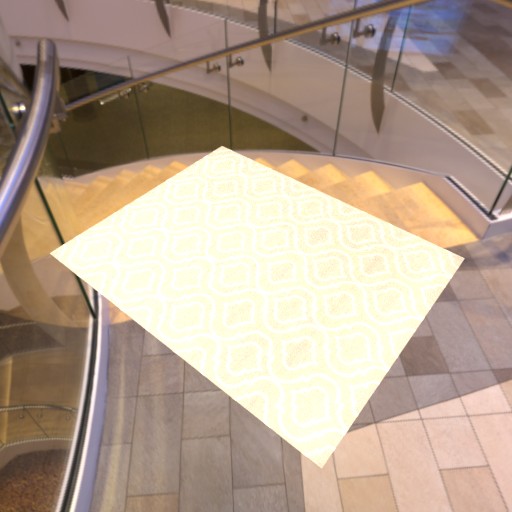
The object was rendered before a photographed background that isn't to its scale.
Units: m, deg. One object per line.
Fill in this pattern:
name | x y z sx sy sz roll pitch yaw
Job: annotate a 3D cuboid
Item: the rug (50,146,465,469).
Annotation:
rug | 0.000 0.000 3.936 2.892 0.006 2.283 30 53 26
